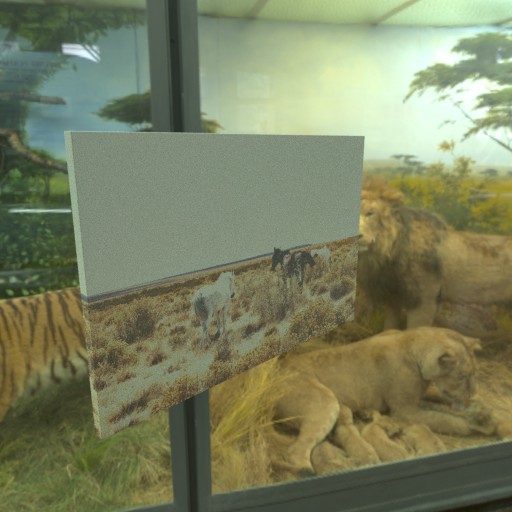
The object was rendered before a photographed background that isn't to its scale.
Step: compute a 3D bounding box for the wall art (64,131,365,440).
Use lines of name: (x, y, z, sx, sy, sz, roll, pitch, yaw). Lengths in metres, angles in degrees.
wall art: (0.000, 0.000, 1.917, 1.520, 1.016, 0.051, -14, 20, -43)
